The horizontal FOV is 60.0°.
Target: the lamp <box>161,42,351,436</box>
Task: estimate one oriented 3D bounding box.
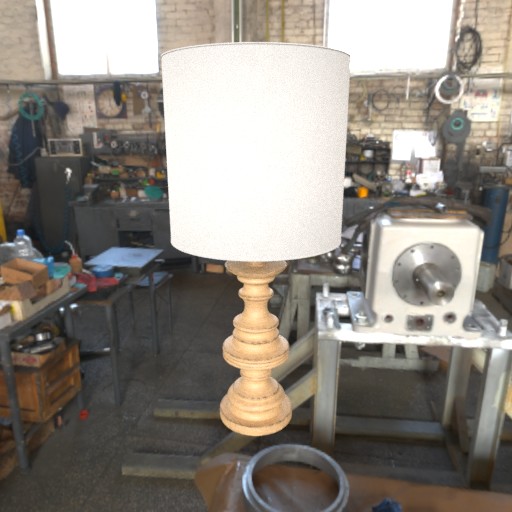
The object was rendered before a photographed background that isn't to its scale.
[{"bbox_3d":[0.000,0.000,0.557,0.208,0.455,0.208,-7,18,-24],"label":"lamp"}]
